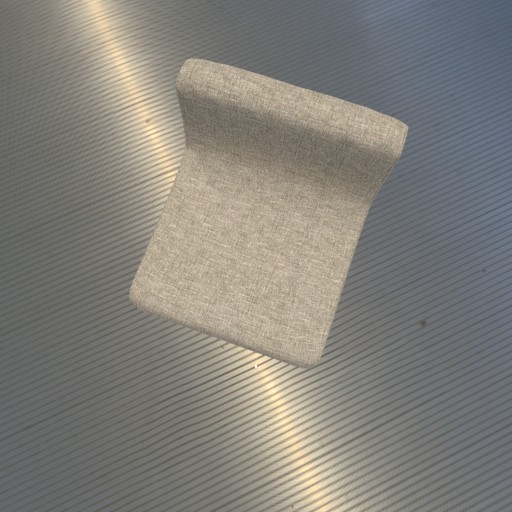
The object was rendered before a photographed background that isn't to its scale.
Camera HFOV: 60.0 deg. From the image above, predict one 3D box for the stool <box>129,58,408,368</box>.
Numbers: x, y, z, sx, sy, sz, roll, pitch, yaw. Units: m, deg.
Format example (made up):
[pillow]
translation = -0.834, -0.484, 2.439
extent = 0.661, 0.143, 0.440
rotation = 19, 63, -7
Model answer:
[stool]
translation = 0.000, 0.000, 1.123
extent = 0.417, 0.835, 0.459
rotation = 19, 77, 5
